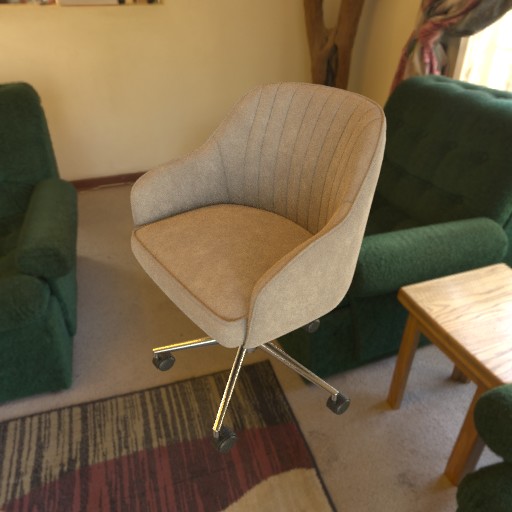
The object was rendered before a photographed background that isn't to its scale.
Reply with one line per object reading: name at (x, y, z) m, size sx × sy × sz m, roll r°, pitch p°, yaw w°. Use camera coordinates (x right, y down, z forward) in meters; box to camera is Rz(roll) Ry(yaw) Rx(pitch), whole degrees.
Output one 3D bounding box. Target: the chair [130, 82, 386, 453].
chair at (0.000, 0.000, 1.245) m, size 0.573 × 0.831 × 0.635 m, roll -21°, pitch 38°, yaw -30°
